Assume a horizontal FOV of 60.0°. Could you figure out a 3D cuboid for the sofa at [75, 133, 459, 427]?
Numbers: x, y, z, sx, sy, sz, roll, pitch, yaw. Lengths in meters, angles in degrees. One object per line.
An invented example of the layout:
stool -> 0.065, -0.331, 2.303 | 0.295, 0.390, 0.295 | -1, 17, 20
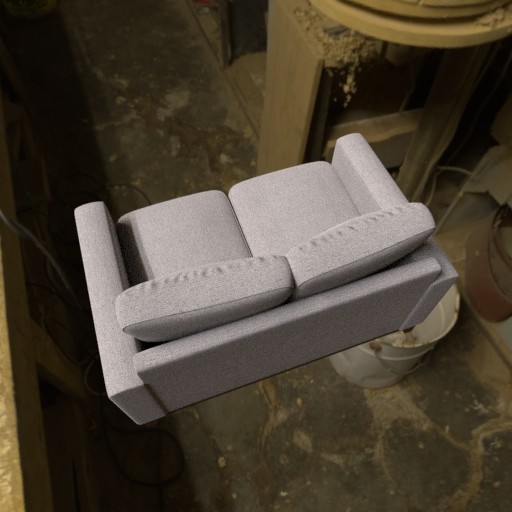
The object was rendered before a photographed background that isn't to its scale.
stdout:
sofa -> 0.000, 0.000, 2.006 | 1.420, 0.873, 0.917 | -17, 60, -10
